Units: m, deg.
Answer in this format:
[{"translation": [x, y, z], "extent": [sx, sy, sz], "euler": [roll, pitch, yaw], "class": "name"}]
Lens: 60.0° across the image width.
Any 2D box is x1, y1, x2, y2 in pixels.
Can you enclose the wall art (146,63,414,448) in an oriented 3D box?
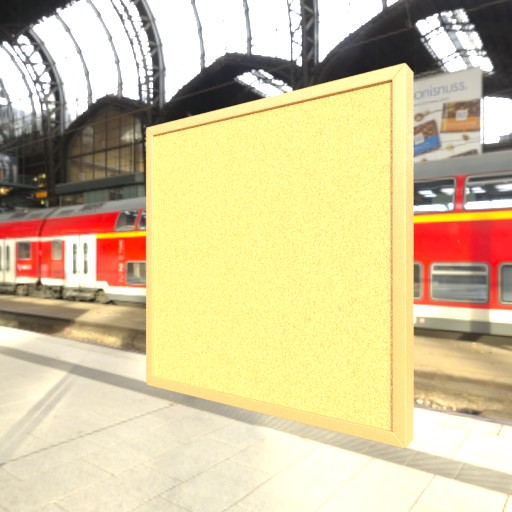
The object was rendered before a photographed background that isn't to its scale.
[{"translation": [0.000, 0.000, 0.745], "extent": [0.509, 0.509, 0.036], "euler": [0, 0, 35], "class": "wall art"}]
